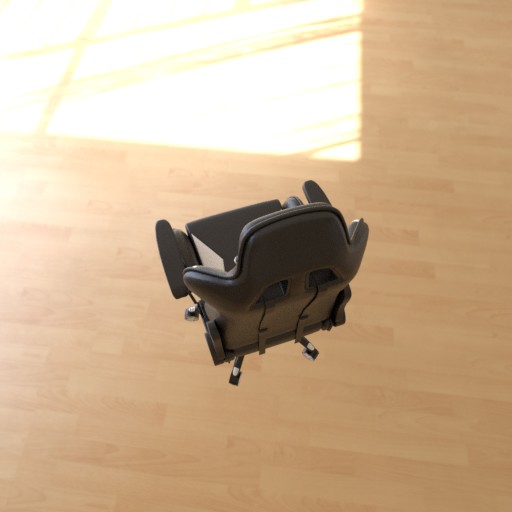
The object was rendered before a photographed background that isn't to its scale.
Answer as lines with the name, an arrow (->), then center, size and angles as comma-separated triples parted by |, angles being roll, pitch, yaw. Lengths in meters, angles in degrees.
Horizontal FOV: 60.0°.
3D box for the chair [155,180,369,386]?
chair -> 0.000, 0.000, 1.706 | 0.730, 1.285, 0.695 | -16, 62, -9
